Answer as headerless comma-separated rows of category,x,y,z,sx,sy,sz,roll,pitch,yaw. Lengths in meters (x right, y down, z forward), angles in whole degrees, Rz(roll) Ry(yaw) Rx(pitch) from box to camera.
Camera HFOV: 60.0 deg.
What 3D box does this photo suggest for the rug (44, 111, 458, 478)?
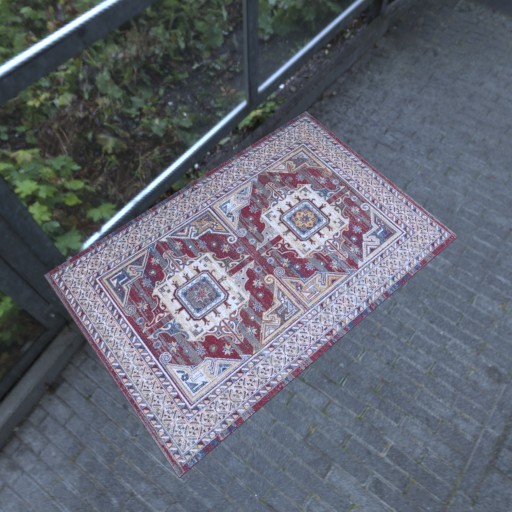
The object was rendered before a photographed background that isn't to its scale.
rug,0.000,0.000,5.852,4.578,0.033,3.033,-36,67,-18
